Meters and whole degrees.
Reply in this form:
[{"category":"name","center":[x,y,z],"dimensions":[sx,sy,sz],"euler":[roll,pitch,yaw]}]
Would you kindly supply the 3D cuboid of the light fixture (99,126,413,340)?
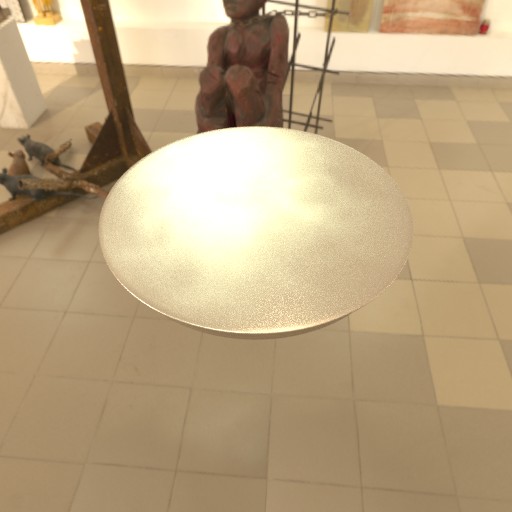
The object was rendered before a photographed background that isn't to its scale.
[{"category":"light fixture","center":[0.000,0.000,0.453],"dimensions":[0.280,0.135,0.280],"euler":[0,46,0]}]
